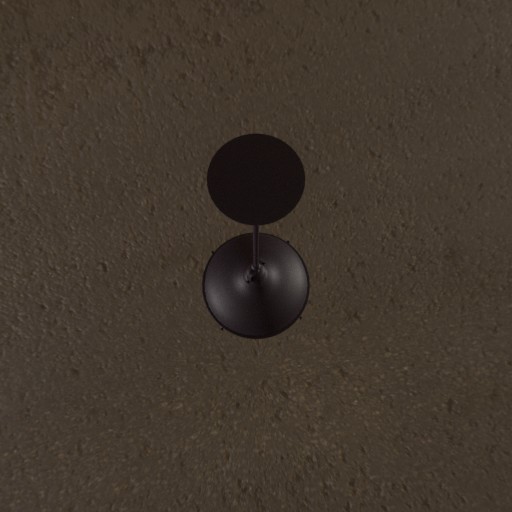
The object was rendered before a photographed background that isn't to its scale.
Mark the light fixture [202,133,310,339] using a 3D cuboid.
[{"bbox_3d":[0.000,0.000,0.997,0.341,0.849,0.341,36,79,8],"label":"light fixture"}]
